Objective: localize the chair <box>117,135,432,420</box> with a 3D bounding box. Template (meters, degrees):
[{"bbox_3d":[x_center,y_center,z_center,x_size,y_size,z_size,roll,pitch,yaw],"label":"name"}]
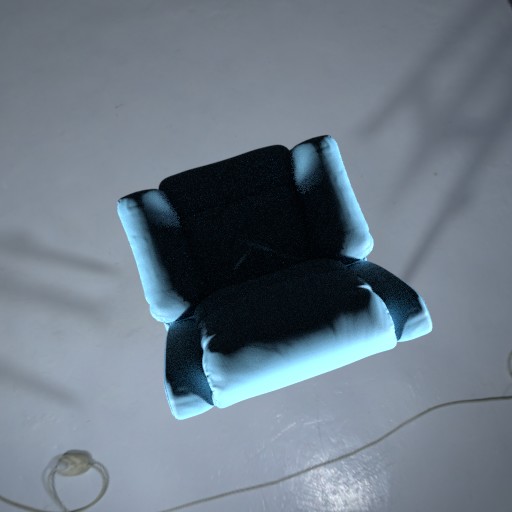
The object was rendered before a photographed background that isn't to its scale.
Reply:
[{"bbox_3d":[0.000,0.000,1.279,0.680,0.702,0.709,-18,76,-5],"label":"chair"}]
